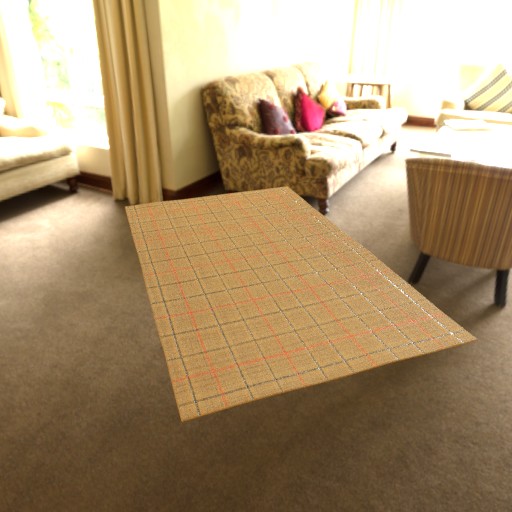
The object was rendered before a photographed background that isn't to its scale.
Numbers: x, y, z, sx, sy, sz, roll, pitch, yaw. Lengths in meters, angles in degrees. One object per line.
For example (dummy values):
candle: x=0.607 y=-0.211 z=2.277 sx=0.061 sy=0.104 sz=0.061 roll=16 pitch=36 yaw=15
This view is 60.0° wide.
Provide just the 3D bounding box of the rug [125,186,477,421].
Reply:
rug: x=0.000 y=0.000 z=3.042 sx=1.524 sy=0.015 sz=2.439 roll=-10 pitch=30 yaw=-17
